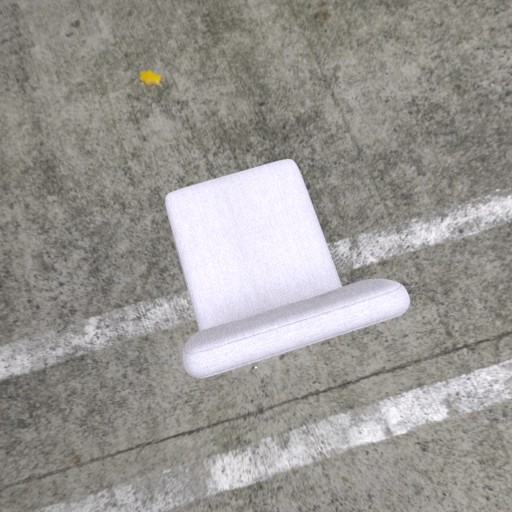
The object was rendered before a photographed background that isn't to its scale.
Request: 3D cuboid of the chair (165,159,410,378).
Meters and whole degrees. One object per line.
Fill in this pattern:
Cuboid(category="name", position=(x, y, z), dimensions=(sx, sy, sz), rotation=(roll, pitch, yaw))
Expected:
Cuboid(category="chair", position=(0.000, 0.000, 1.215), dimensions=(0.435, 0.885, 0.550), rotation=(-17, 76, -4))
